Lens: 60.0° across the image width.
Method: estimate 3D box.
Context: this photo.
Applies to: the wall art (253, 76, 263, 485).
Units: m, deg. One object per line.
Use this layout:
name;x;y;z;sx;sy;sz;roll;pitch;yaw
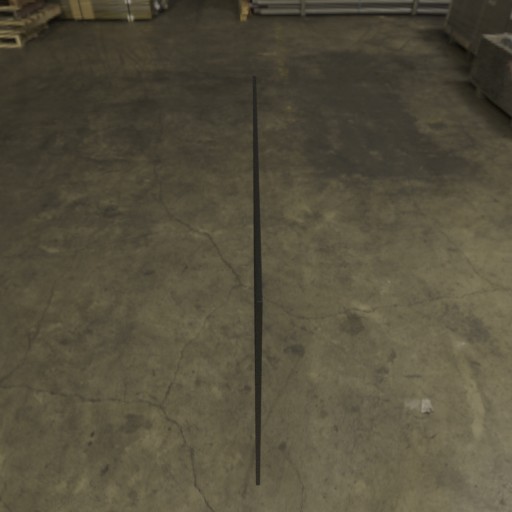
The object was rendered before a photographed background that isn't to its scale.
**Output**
wall art;0.000;0.000;1.529;0.013;0.811;1.192;0;41;0
